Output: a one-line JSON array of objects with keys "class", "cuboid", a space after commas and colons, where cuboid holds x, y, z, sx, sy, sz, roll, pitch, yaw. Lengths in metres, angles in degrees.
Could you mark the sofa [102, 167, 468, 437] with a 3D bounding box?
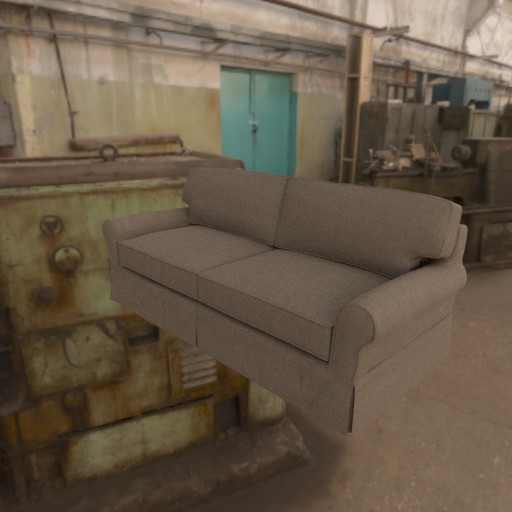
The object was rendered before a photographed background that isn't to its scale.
[{"class": "sofa", "cuboid": [0.000, 0.000, 2.752, 0.991, 0.943, 2.248, -16, 24, -42]}]
